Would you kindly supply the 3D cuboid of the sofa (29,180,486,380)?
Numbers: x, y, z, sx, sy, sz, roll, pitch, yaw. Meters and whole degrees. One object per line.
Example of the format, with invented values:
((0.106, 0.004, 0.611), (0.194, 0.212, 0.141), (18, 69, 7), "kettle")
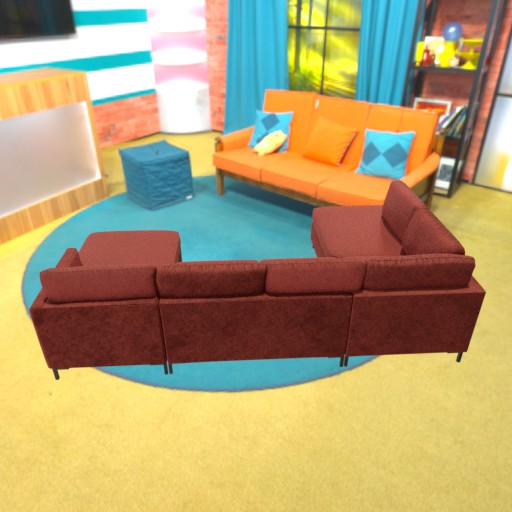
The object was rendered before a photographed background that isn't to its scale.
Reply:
((0.000, 0.000, 4.259), (3.434, 0.992, 2.055), (-2, 31, -3), "sofa")
